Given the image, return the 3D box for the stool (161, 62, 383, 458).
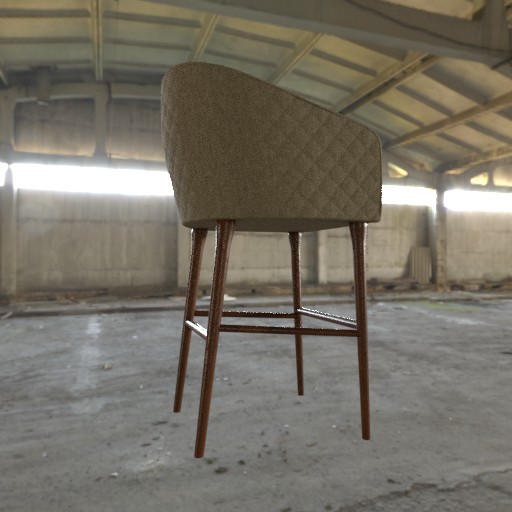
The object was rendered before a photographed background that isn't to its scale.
[{"bbox_3d":[0.000,0.000,1.437,0.607,1.078,0.559,0,-1,-19],"label":"stool"}]
